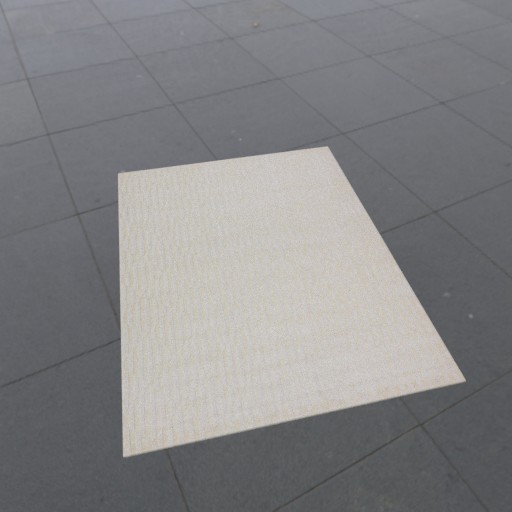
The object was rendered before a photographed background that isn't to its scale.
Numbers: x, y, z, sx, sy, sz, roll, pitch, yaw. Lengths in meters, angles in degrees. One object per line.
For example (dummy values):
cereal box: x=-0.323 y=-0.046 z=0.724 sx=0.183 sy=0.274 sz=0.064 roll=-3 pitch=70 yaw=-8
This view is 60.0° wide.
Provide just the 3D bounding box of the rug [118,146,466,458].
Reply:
rug: x=0.000 y=0.000 z=4.009 sx=2.410 sy=0.021 sz=3.055 roll=-9 pitch=48 yaw=-9
